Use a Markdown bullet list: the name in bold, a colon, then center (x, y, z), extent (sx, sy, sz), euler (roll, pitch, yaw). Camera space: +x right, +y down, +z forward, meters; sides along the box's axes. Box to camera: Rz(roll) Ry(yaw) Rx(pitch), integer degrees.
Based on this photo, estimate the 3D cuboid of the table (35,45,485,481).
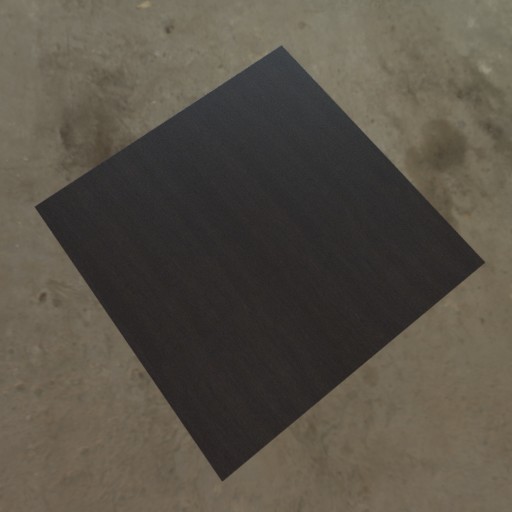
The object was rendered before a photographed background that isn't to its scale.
- **table**: center (0.000, 0.000, 1.240), extent (0.762, 0.396, 0.762), euler (-37, 78, -9)
